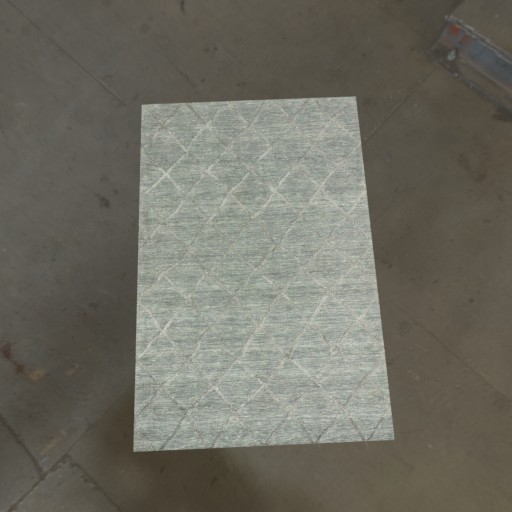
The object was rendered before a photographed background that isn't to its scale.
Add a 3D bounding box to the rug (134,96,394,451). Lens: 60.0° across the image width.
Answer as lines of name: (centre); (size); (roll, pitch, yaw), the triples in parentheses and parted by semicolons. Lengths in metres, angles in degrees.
rug: (0.000, 0.000, 2.867); (1.521, 0.006, 2.283); (-2, 76, -1)
